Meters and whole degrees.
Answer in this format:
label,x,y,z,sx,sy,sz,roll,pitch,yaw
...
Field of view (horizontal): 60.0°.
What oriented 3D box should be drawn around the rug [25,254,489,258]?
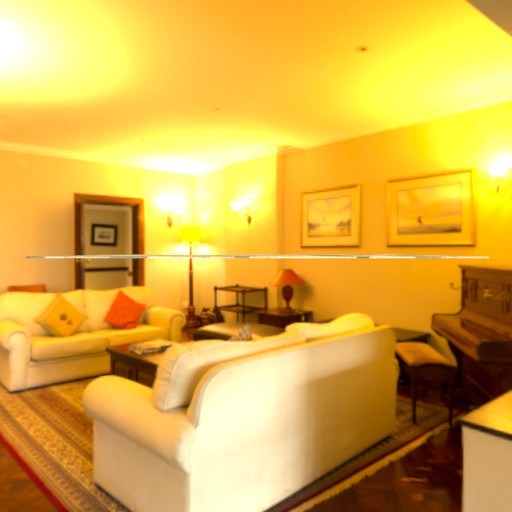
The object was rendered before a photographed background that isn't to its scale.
label,x,y,z,sx,sy,sz,roll,pitch,yaw
rug,0.000,0.000,3.053,2.423,0.008,1.513,0,1,0
